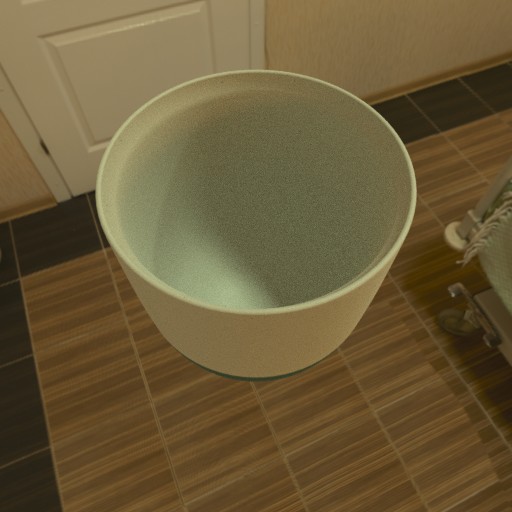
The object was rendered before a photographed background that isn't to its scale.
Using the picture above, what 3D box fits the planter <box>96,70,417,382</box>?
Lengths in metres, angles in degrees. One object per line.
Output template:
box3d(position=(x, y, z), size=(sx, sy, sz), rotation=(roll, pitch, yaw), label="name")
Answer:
box3d(position=(0.000, 0.000, 0.376), size=(0.204, 0.214, 0.204), rotation=(0, 58, 0), label="planter")
